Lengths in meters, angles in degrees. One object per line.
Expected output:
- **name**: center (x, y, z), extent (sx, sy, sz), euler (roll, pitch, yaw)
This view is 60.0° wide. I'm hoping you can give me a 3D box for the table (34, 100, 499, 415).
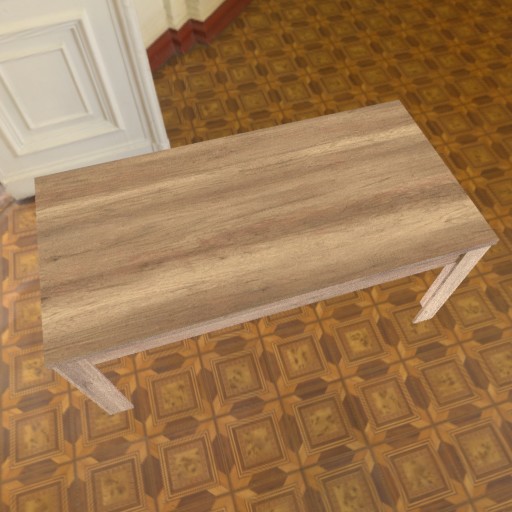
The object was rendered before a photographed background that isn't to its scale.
- **table**: center (0.000, 0.000, 2.229), extent (1.800, 0.790, 0.900), euler (-15, 59, -9)
